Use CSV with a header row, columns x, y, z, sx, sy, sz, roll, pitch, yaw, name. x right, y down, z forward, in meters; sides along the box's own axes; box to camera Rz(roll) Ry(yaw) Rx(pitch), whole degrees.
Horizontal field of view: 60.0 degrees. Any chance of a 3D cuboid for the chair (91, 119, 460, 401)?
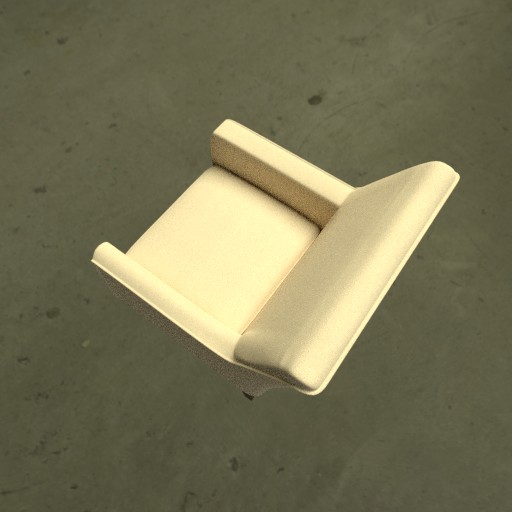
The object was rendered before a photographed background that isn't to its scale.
x,y,z,sx,sy,sz,roll,pitch,yaw,name
0.000,0.000,1.625,0.899,0.919,0.780,33,68,15,chair
